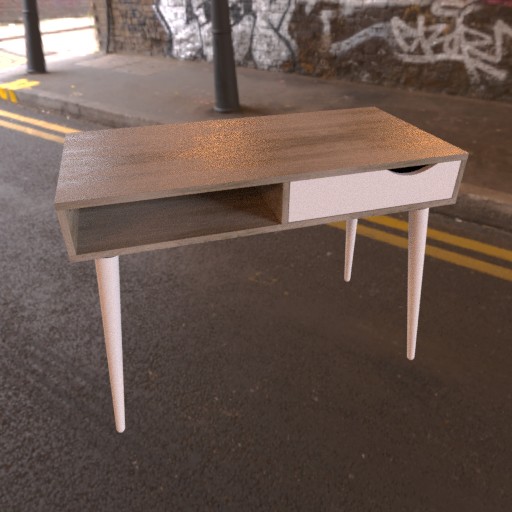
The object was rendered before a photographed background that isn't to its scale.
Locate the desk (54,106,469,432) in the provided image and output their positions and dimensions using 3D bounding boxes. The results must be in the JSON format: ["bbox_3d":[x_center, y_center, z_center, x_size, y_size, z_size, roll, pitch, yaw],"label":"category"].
[{"bbox_3d":[0.000,0.000,1.381,0.979,0.723,0.491,-9,34,-14],"label":"desk"}]
